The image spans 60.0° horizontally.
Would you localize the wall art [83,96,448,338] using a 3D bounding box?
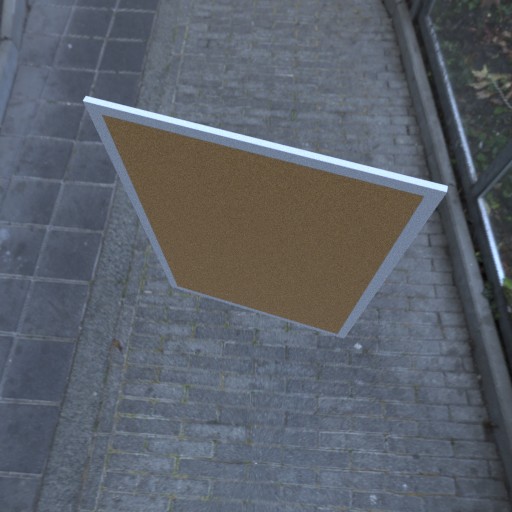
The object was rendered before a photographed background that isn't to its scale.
[{"bbox_3d":[0.000,0.000,1.195,0.659,0.940,0.013,16,66,7],"label":"wall art"}]
